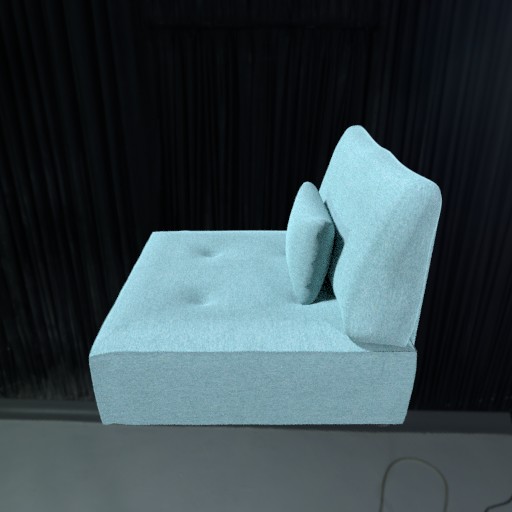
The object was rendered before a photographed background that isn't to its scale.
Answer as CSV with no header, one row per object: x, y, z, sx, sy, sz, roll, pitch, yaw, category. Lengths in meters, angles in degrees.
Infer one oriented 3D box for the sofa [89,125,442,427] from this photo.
0.000,0.000,1.680,1.000,0.820,0.930,0,26,0,sofa
